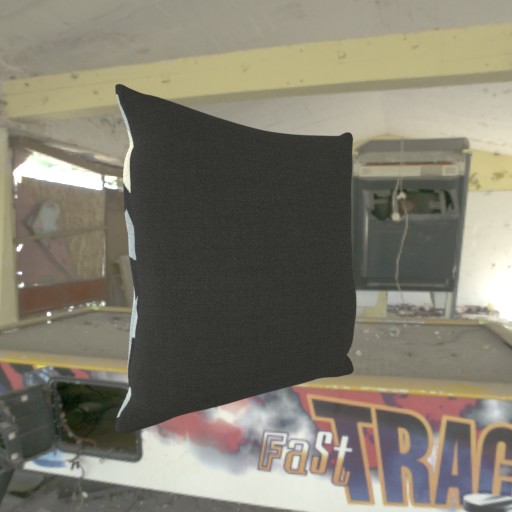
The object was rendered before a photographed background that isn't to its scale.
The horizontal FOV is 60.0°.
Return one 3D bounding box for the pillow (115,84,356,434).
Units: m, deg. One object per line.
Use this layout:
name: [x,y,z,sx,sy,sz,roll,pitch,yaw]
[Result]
pillow: [0.000,0.000,0.771,0.503,0.496,0.208,-1,2,-38]
